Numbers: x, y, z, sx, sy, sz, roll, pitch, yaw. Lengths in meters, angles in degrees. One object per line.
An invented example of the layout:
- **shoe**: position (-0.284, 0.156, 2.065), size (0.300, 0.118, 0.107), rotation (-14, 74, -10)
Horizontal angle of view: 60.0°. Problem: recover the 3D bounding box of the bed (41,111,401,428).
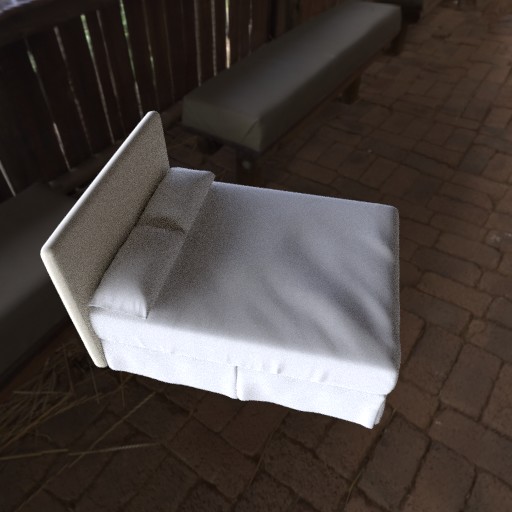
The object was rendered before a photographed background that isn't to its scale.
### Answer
- **bed**: position (0.000, 0.000, 3.337), size (2.147, 1.330, 1.714), rotation (9, 47, 9)
